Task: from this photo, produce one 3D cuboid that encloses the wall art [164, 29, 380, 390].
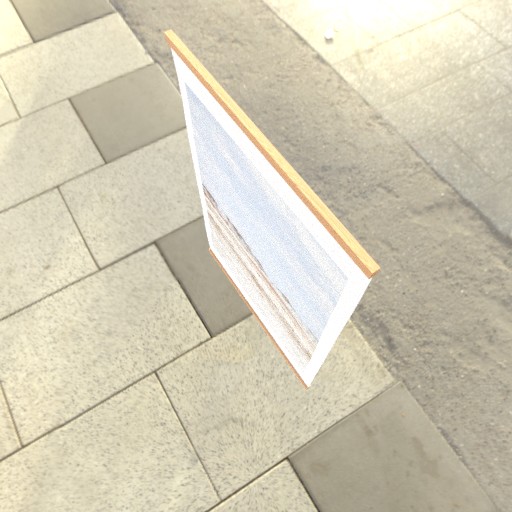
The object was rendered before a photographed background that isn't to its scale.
[{"bbox_3d":[0.000,0.000,1.902,0.025,1.521,1.011,-31,67,-14],"label":"wall art"}]
